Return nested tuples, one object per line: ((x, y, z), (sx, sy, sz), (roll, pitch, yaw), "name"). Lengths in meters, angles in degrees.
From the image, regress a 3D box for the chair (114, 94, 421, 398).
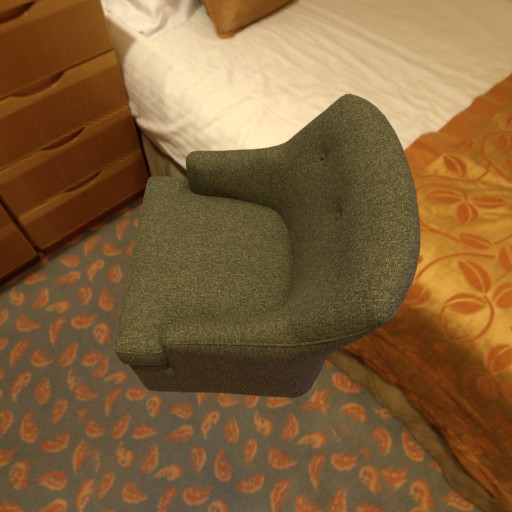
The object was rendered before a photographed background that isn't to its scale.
((0.000, 0.000, 1.611), (0.923, 0.856, 0.864), (1, 57, 1), "chair")
